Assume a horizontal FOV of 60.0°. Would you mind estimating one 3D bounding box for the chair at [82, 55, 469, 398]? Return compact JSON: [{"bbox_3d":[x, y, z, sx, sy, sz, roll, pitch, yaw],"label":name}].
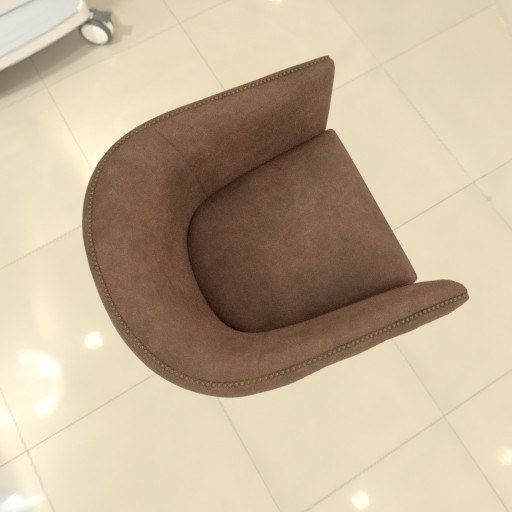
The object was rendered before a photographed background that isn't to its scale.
[{"bbox_3d":[0.000,0.000,1.491,0.870,0.790,0.850,-23,76,-6],"label":"chair"}]
